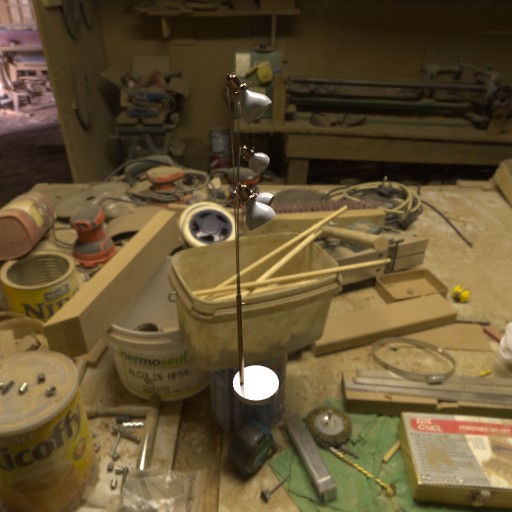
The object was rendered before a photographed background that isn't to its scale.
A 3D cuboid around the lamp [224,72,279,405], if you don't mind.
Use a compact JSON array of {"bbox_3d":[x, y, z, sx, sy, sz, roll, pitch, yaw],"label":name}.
[{"bbox_3d":[0.000,0.000,2.929,0.361,2.423,1.405,0,32,1],"label":"lamp"}]
